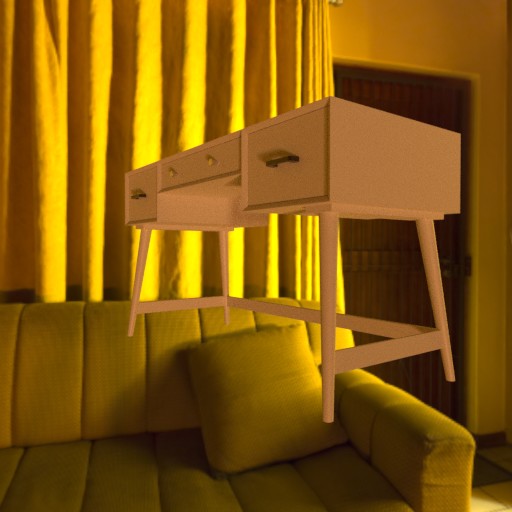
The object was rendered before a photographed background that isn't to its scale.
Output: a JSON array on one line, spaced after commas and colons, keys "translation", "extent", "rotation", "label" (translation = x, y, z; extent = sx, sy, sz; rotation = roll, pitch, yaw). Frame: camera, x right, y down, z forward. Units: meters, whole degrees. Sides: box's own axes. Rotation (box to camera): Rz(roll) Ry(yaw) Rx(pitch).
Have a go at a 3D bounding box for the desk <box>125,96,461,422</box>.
[{"translation": [0.000, 0.000, 1.718], "extent": [0.589, 0.762, 1.313], "rotation": [-1, 1, -37], "label": "desk"}]
